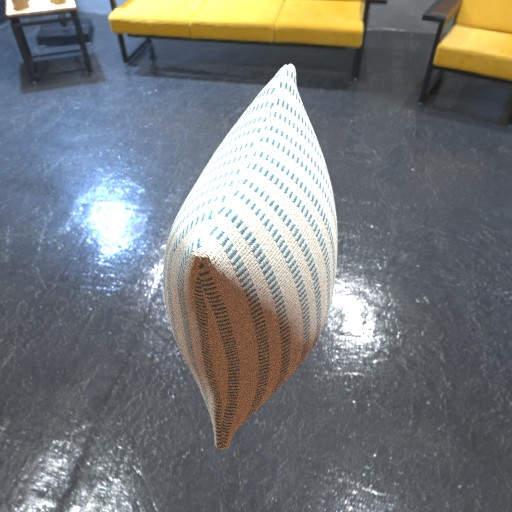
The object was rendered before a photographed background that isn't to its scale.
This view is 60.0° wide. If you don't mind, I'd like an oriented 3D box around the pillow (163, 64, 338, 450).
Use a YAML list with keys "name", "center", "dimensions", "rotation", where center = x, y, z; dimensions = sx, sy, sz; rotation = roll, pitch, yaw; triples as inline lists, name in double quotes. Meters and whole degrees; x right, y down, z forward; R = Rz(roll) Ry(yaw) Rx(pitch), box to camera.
- name: "pillow"
  center: [0.000, 0.000, 0.676]
  dimensions: [0.247, 0.419, 0.438]
  rotation: [10, 46, 9]
